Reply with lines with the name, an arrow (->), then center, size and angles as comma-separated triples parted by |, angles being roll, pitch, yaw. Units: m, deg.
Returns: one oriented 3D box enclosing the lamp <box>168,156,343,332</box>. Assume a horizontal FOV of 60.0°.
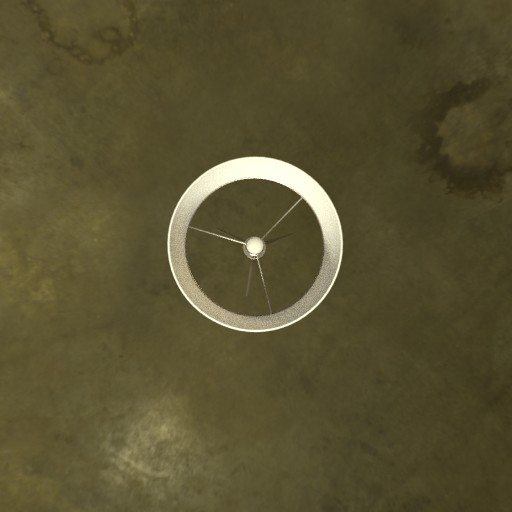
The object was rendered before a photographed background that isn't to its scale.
lamp -> 0.000, 0.000, 1.800 | 0.448, 1.545, 0.458 | 0, 90, 0
